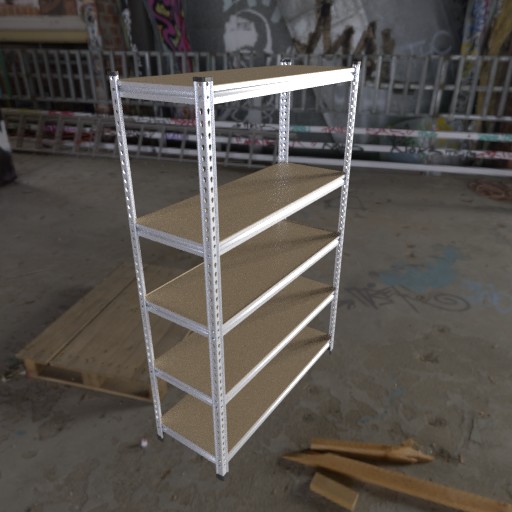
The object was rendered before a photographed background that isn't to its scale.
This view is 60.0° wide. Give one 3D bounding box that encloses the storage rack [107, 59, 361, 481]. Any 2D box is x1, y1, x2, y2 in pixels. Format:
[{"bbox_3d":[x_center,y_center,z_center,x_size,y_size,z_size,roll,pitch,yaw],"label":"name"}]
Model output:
[{"bbox_3d":[0.000,0.000,2.315,0.457,1.829,1.219,17,31,31],"label":"storage rack"}]
